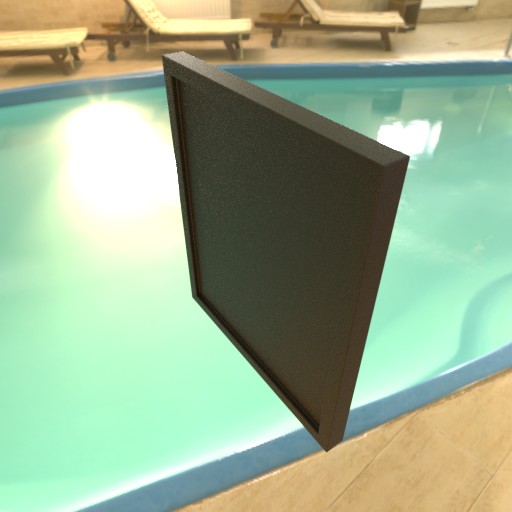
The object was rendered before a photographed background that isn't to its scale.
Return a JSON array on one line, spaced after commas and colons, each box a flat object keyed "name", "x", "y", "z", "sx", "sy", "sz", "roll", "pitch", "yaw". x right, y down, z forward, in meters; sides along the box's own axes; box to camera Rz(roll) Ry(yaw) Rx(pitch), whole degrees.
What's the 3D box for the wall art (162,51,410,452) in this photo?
[{"name": "wall art", "x": 0.000, "y": 0.000, "z": 0.523, "sx": 0.028, "sy": 0.381, "sz": 0.328, "roll": -24, "pitch": 45, "yaw": -27}]
